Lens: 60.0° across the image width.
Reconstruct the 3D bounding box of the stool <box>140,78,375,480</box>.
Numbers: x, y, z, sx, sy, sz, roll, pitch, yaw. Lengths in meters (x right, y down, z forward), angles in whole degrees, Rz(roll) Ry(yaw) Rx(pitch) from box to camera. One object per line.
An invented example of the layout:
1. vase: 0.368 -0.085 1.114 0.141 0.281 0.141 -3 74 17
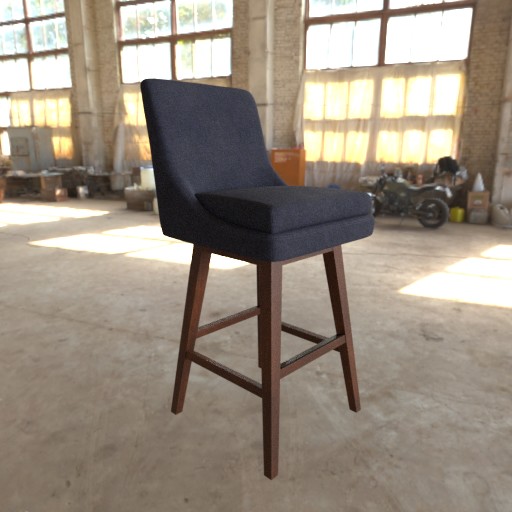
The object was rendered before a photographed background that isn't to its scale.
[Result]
1. stool: 0.000 0.000 1.401 0.572 1.068 0.489 13 19 42
